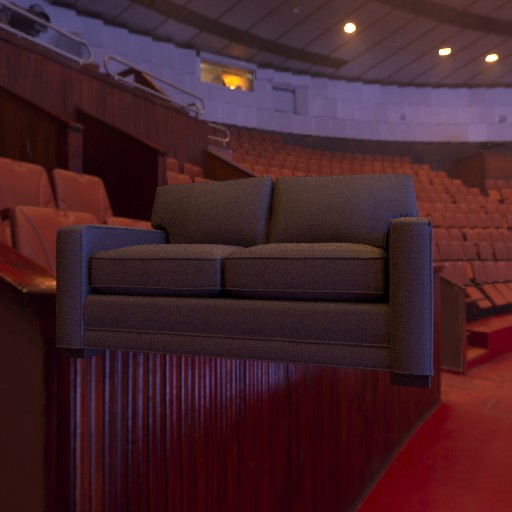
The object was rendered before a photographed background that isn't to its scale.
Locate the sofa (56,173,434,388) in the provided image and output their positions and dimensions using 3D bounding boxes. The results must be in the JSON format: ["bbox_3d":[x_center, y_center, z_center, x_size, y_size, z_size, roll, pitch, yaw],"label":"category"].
[{"bbox_3d":[0.000,0.000,2.144,1.534,0.887,0.974,0,0,18],"label":"sofa"}]
